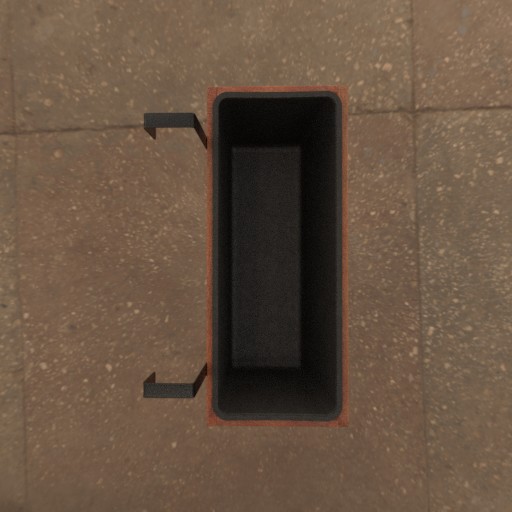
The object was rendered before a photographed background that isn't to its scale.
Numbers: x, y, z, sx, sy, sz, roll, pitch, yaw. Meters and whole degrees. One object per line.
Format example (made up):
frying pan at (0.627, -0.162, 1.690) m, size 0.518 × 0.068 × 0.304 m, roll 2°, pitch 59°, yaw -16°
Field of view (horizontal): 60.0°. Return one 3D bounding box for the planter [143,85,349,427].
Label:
planter at (0.000, 0.000, 0.667) m, size 0.262 × 0.289 × 0.480 m, roll 0°, pitch 90°, yaw 2°
